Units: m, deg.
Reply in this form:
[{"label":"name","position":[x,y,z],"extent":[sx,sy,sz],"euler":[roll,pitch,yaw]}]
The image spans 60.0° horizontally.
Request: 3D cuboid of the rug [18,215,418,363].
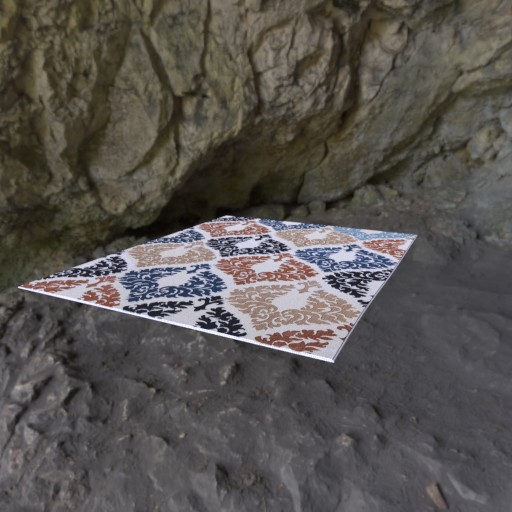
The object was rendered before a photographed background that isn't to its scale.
[{"label":"rug","position":[0.000,0.000,4.053],"extent":[2.423,0.014,3.040],"euler":[8,18,26]}]
